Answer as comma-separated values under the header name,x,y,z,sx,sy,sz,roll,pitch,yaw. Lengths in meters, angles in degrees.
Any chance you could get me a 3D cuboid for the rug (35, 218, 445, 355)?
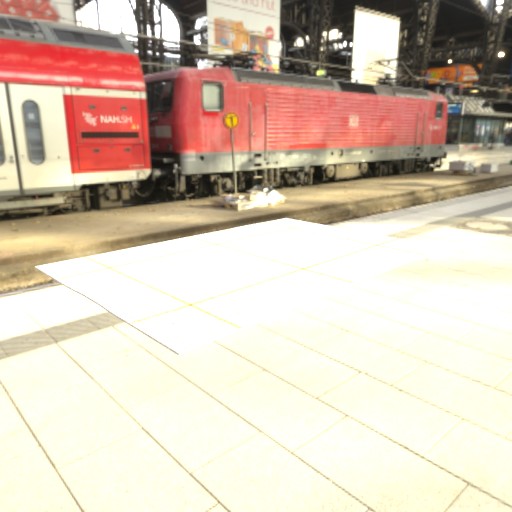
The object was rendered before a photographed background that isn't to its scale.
name,x,y,z,sx,sy,sz,roll,pitch,yaw
rug,0.000,0.000,2.347,1.825,0.015,1.232,-15,21,-42
